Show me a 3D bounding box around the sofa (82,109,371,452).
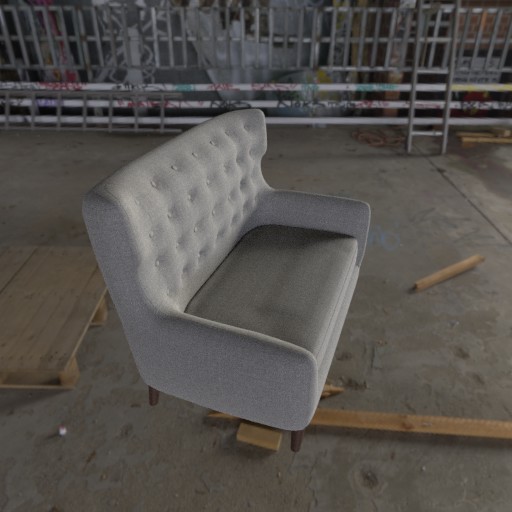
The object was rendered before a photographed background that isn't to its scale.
[{"bbox_3d":[0.000,0.000,2.066,0.884,1.028,1.386,11,33,17],"label":"sofa"}]
